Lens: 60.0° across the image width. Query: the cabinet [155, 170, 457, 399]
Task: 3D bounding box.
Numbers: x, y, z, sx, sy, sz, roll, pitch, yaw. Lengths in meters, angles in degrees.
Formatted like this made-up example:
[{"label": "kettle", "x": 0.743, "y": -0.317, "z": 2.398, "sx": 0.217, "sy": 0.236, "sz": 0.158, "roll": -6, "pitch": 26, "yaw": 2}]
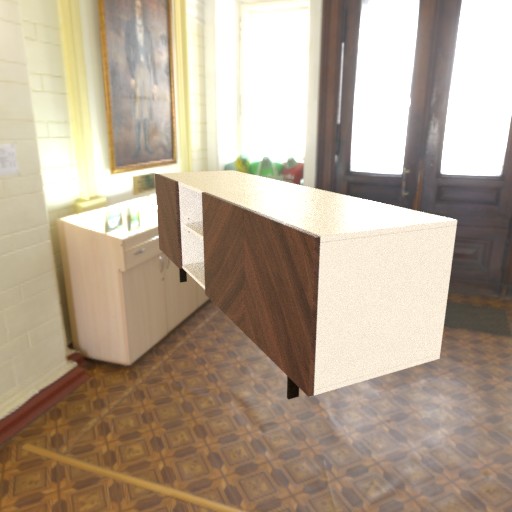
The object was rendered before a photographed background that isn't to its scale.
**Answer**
[{"label": "cabinet", "x": 0.000, "y": 0.000, "z": 1.770, "sx": 0.431, "sy": 0.533, "sz": 1.499, "roll": -8, "pitch": 18, "yaw": -24}]
